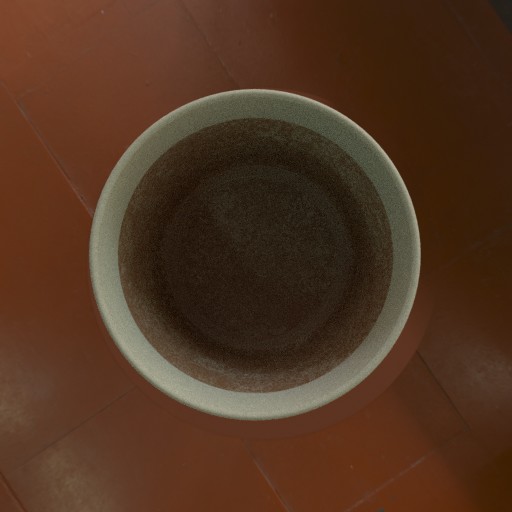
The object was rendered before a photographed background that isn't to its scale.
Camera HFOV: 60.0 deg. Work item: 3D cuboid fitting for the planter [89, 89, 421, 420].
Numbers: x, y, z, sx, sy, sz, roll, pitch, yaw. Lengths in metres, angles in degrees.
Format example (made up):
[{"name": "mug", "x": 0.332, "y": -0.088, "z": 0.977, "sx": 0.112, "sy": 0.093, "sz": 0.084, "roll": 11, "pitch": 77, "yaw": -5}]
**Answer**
[{"name": "planter", "x": 0.000, "y": 0.000, "z": 0.279, "sx": 0.159, "sy": 0.138, "sz": 0.159, "roll": 0, "pitch": 89, "yaw": 1}]
